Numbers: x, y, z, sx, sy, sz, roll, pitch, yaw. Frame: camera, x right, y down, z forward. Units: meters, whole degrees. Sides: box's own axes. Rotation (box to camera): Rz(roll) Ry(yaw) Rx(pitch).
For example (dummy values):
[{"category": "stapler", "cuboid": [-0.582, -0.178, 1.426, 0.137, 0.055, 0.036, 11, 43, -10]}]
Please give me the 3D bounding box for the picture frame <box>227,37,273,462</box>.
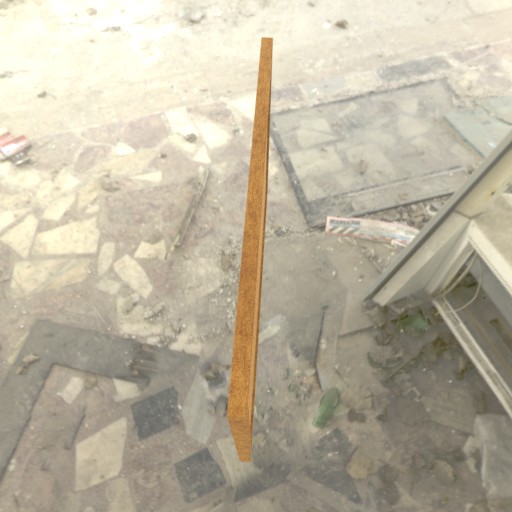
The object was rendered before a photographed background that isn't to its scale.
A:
[{"category": "picture frame", "cuboid": [0.000, 0.000, 1.158, 0.029, 0.621, 0.922, 3, 60, 2]}]
